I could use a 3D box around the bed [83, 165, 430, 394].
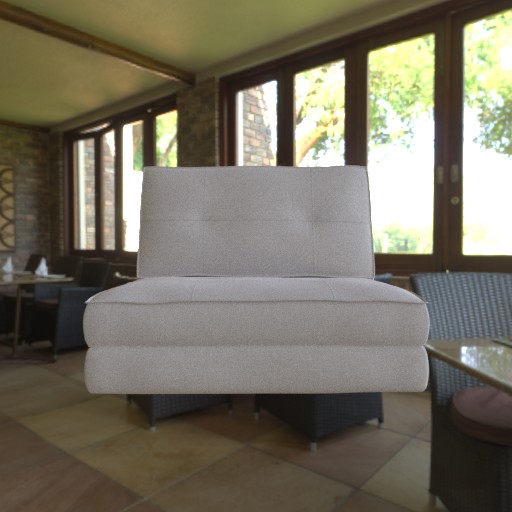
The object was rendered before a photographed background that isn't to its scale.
[{"bbox_3d":[0.000,0.000,1.343,0.799,0.614,0.749,0,1,-1],"label":"bed"}]
